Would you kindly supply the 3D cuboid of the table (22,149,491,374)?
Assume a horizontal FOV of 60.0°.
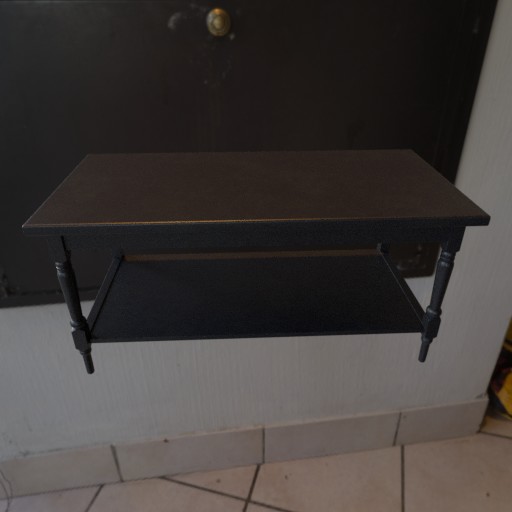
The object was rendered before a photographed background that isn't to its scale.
[{"bbox_3d":[0.000,0.000,1.407,1.107,0.510,0.550,-1,30,-2],"label":"table"}]
